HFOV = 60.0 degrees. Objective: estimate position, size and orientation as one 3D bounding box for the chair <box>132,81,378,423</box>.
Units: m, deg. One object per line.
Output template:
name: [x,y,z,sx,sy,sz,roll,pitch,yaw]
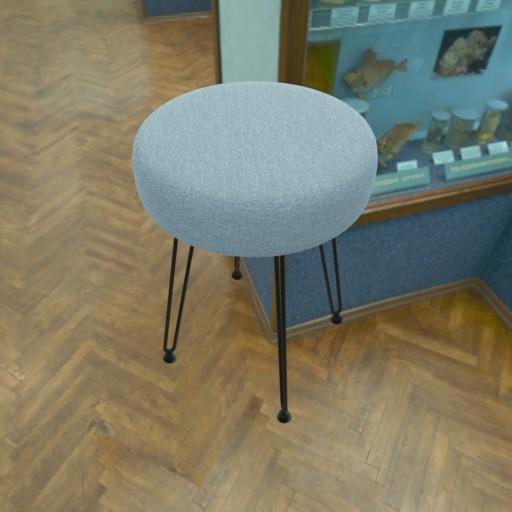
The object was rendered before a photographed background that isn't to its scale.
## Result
chair: [0.000,0.000,0.683,0.350,0.440,0.350,-11,46,-11]
